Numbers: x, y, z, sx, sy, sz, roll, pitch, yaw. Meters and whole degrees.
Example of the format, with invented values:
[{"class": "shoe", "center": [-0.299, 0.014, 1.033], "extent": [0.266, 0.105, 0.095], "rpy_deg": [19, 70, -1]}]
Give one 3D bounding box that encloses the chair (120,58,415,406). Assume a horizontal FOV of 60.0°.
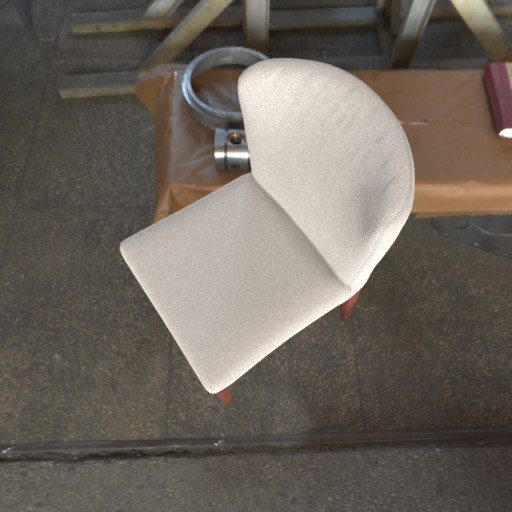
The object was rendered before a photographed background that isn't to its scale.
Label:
[{"class": "chair", "center": [0.000, 0.000, 1.189], "extent": [0.592, 0.839, 0.491], "rpy_deg": [-32, 68, -15]}]
